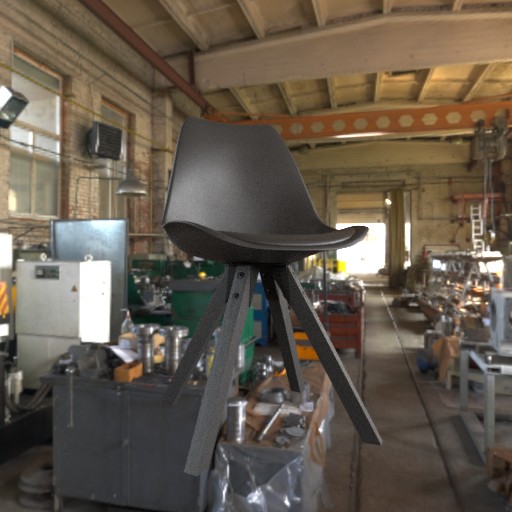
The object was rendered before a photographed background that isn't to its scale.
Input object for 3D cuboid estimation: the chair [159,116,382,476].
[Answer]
[{"bbox_3d":[0.000,0.000,1.154,0.485,0.850,0.550,0,0,-19],"label":"chair"}]
